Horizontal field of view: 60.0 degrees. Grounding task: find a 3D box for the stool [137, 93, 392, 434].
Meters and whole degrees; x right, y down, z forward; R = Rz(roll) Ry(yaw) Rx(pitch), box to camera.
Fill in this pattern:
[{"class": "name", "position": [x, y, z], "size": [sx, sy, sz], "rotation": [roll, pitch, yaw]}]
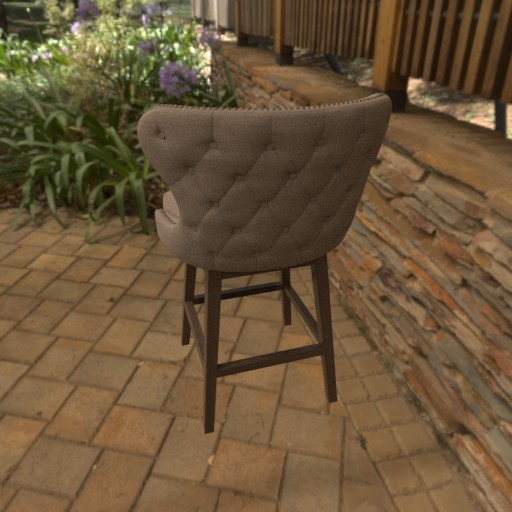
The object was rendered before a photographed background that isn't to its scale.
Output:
[{"class": "stool", "position": [0.000, 0.000, 1.347], "size": [0.615, 0.972, 0.597], "rotation": [-8, 30, -15]}]
